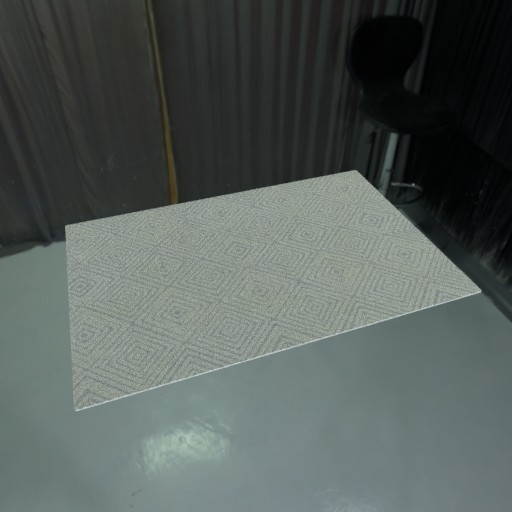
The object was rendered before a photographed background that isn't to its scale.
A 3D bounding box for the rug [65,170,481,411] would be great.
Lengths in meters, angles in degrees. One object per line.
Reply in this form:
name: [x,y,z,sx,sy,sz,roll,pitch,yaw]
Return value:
rug: [0.000,0.000,2.181,1.753,0.008,1.143,-13,42,-15]
